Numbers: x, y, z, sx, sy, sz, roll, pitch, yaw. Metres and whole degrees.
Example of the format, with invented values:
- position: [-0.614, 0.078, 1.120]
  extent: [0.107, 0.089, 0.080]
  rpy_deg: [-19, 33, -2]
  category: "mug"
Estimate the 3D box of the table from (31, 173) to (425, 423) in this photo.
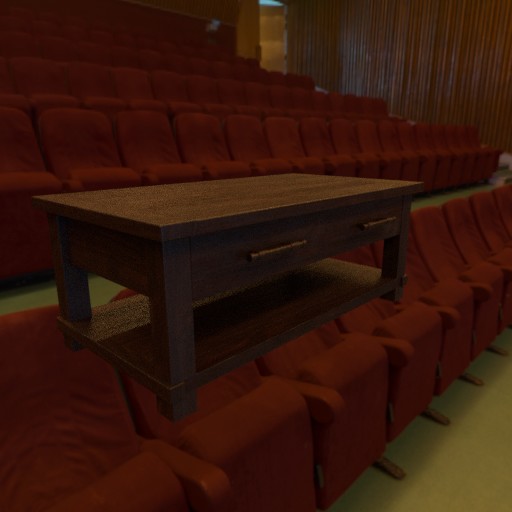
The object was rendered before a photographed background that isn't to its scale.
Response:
- position: [0.000, 0.000, 1.626]
  extent: [0.700, 0.494, 1.270]
  rpy_deg: [14, 20, 42]
  category: "table"
